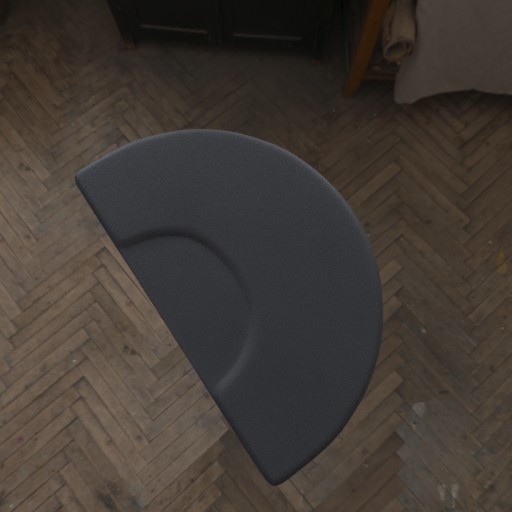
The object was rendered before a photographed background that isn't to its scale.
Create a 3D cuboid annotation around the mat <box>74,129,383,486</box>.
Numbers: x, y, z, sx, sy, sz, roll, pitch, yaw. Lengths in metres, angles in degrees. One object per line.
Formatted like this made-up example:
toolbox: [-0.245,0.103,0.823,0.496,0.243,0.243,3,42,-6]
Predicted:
mat: [0.000,0.000,1.838,0.917,0.022,1.525,-34,78,-8]
